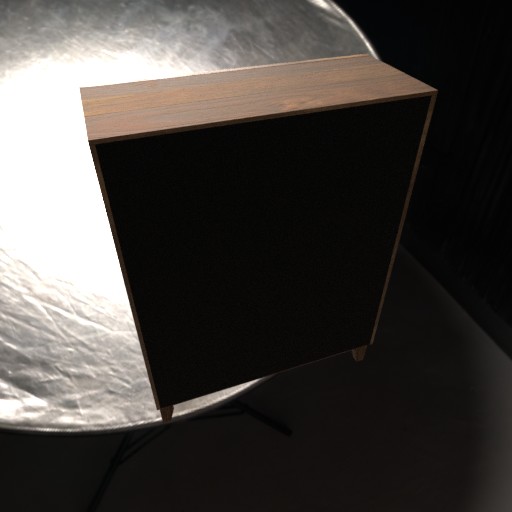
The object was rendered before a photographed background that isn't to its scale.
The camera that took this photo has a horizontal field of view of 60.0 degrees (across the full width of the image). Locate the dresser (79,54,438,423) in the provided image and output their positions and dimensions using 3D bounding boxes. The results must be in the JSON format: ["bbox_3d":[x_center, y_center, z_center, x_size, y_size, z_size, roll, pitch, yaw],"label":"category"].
[{"bbox_3d":[0.000,0.000,1.856,1.062,1.393,0.442,-13,41,-15],"label":"dresser"}]
